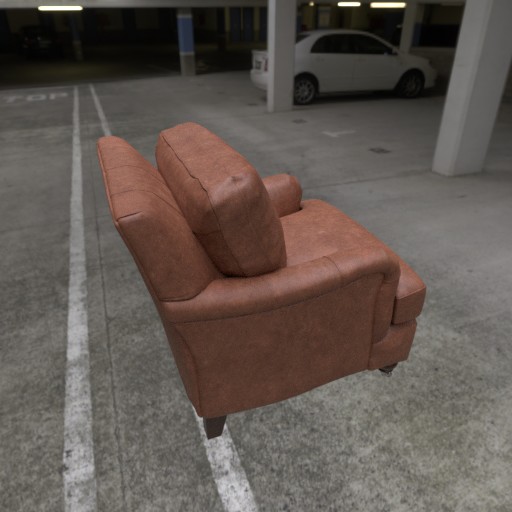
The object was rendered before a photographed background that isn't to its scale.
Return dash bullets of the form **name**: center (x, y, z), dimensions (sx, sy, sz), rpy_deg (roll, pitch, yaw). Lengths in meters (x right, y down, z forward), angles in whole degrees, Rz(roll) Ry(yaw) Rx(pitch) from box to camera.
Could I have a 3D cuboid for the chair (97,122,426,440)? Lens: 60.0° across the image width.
- **chair**: center (0.000, 0.000, 1.955), dimensions (1.158, 1.055, 0.986), rpy_deg (-11, 31, -18)
